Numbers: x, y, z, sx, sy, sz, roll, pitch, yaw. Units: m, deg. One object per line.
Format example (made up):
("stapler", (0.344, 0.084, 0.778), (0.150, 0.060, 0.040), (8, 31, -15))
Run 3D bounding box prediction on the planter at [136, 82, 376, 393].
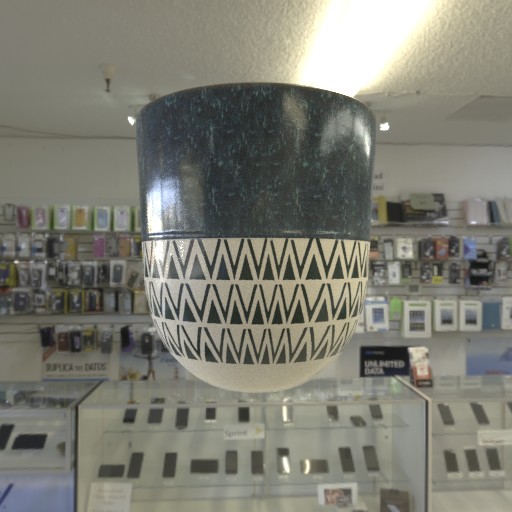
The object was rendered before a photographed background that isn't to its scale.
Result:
("planter", (0.000, 0.000, 0.370), (0.195, 0.214, 0.195), (0, -1, 0))
